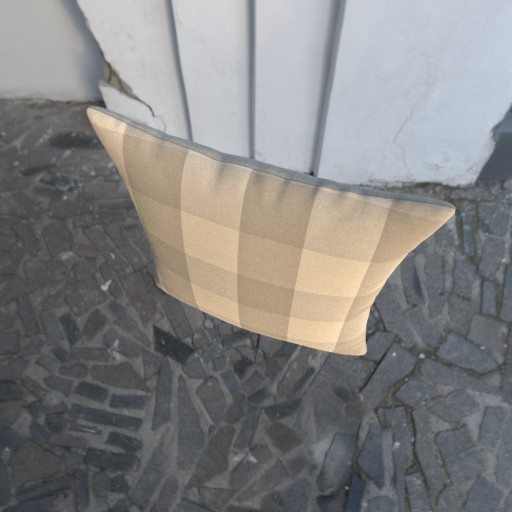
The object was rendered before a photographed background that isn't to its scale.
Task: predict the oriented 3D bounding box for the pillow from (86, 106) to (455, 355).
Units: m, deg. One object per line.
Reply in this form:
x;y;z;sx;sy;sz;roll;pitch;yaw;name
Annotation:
0.000;0.000;0.790;0.511;0.509;0.161;18;60;11;pillow
